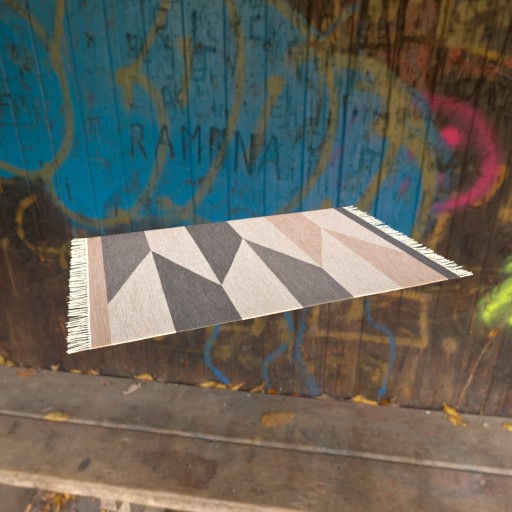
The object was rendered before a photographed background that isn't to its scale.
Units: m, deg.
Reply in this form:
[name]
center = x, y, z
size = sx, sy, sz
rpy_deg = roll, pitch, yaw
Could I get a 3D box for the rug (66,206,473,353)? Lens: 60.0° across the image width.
[rug]
center = 0.000, 0.000, 2.548
size = 2.021, 0.027, 1.224
rpy_deg = -8, 26, -18
